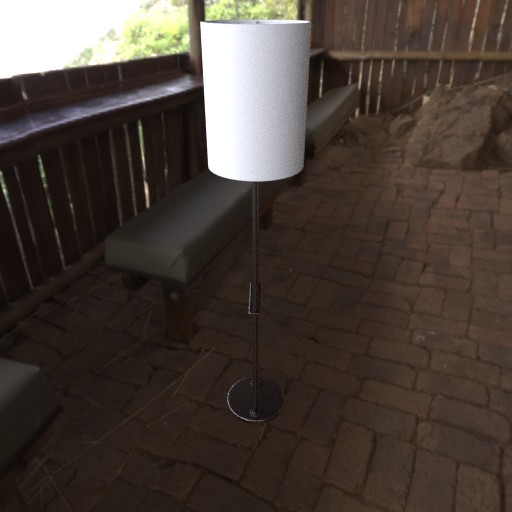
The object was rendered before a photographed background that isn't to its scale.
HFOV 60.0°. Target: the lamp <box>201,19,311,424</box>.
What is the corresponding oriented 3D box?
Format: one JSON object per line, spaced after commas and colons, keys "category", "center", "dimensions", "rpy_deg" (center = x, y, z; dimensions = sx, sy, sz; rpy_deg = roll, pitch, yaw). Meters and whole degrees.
{"category": "lamp", "center": [0.000, 0.000, 1.603], "dimensions": [0.305, 1.500, 0.306], "rpy_deg": [1, 30, 1]}
